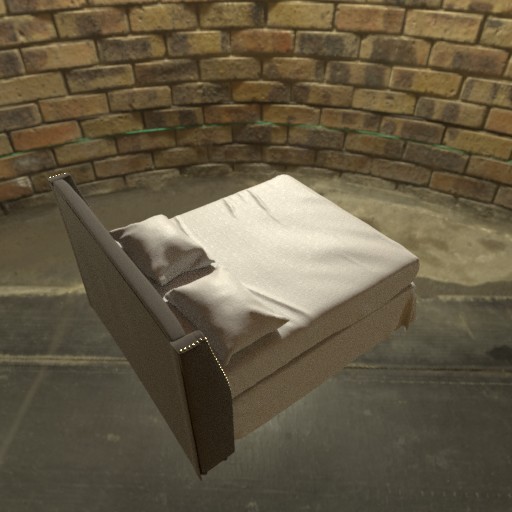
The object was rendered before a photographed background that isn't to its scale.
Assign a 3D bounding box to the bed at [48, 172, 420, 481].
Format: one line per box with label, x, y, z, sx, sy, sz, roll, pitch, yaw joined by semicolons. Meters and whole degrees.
bed;0.000;0.000;3.453;2.276;1.332;1.925;-26;47;-27
